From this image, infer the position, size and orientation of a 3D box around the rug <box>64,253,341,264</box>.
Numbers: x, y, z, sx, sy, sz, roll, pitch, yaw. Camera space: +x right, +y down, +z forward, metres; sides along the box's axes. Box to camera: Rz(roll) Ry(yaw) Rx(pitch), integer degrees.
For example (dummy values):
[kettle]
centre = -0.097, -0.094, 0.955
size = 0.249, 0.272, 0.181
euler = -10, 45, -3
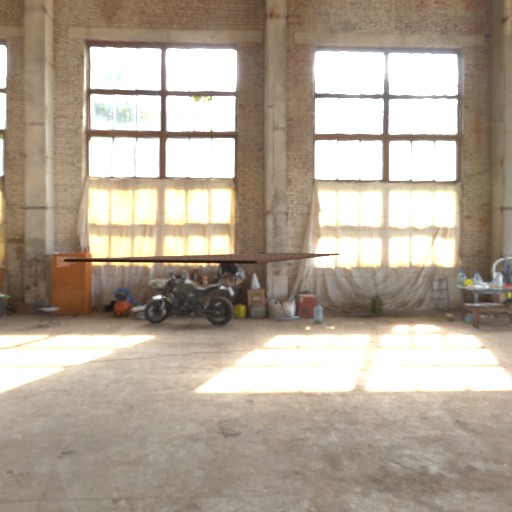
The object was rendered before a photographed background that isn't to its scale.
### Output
[rug]
centre = 0.000, 0.000, 2.722
size = 0.769, 0.012, 2.448
euler = 0, 1, 17
